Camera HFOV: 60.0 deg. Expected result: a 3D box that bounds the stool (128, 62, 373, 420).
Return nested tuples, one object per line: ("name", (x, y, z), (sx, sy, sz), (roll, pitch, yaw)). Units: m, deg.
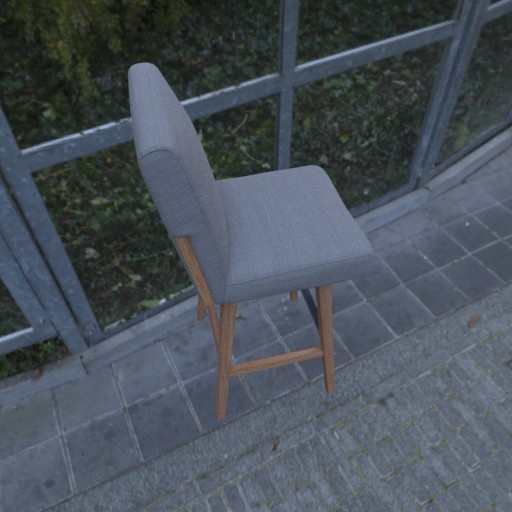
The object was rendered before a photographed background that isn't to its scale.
("stool", (0.000, 0.000, 1.393), (0.570, 1.112, 0.483), (-10, 46, -10))
